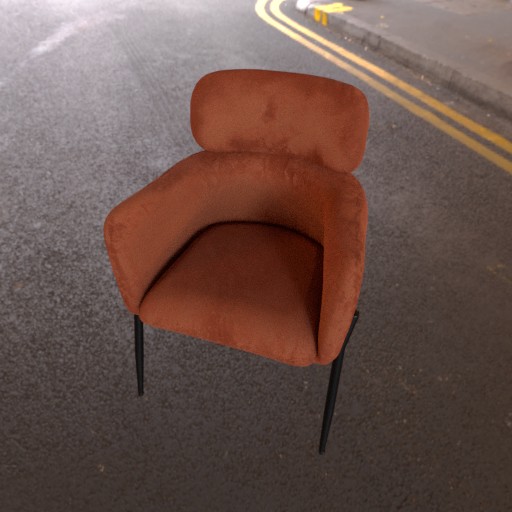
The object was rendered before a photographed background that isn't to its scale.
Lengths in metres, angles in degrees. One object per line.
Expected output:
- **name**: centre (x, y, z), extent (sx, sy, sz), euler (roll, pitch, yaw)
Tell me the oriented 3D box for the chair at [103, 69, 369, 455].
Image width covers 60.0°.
- **chair**: centre (0.000, 0.000, 1.127), extent (0.561, 0.772, 0.523), euler (12, 41, 14)
